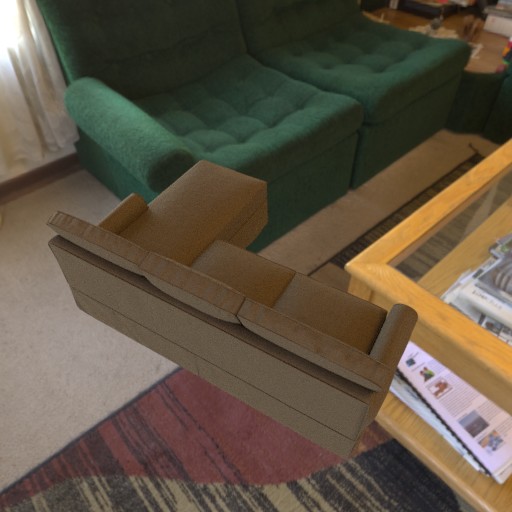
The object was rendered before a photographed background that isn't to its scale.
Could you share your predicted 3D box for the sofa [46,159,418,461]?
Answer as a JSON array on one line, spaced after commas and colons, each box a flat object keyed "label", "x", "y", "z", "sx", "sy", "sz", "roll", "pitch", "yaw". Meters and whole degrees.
[{"label": "sofa", "x": 0.000, "y": 0.000, "z": 3.388, "sx": 2.475, "sy": 0.978, "sz": 1.733, "roll": 23, "pitch": 50, "yaw": 21}]
